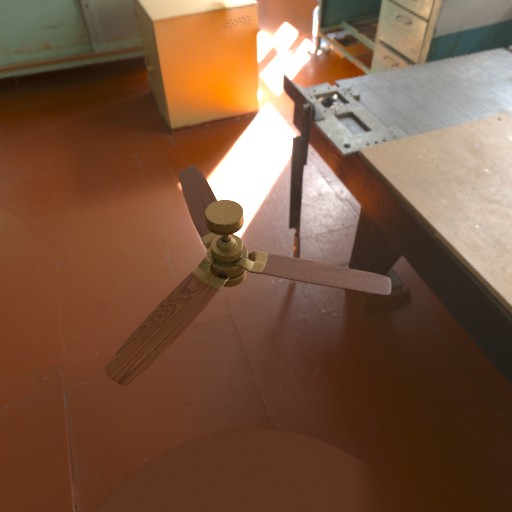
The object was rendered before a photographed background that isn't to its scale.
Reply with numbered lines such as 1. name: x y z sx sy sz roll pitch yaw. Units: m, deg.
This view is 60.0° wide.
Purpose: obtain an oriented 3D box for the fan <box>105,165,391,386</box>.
1. fan: 0.000 0.000 2.068 1.271 0.425 1.416 10 48 9
